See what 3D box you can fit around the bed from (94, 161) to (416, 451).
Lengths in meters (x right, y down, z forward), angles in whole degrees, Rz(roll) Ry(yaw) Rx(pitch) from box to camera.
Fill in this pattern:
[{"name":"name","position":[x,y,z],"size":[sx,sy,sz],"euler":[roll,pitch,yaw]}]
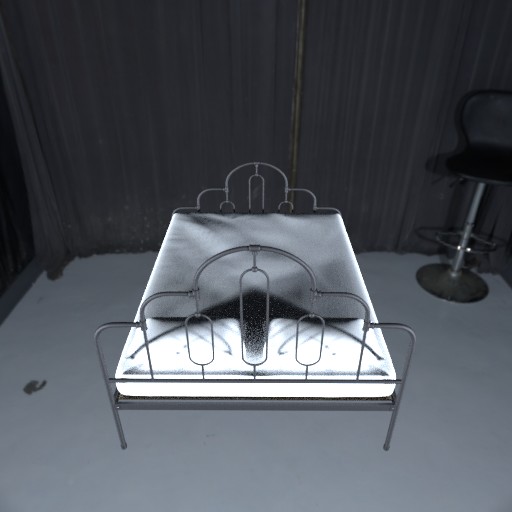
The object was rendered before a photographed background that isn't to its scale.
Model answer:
[{"name":"bed","position":[0.000,0.000,3.224],"size":[1.640,1.429,2.163],"euler":[0,32,0]}]
